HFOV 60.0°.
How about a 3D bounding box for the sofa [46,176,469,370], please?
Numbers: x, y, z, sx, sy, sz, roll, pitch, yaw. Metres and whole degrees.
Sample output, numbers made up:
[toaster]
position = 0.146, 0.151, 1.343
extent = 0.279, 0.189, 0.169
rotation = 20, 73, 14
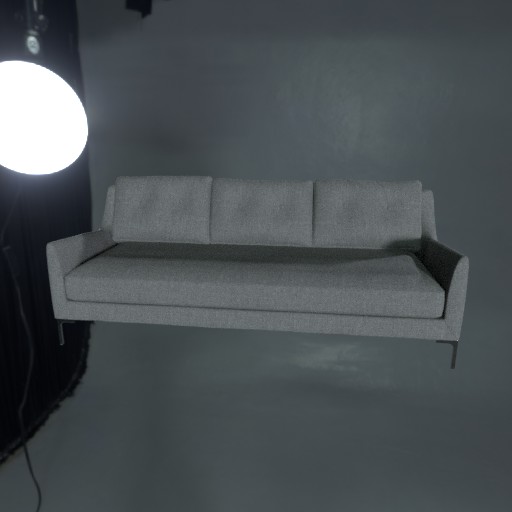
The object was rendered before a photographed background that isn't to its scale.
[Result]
[sofa]
position = 0.000, 0.000, 2.520
extent = 2.060, 0.837, 0.849
rotation = 2, 15, 7
